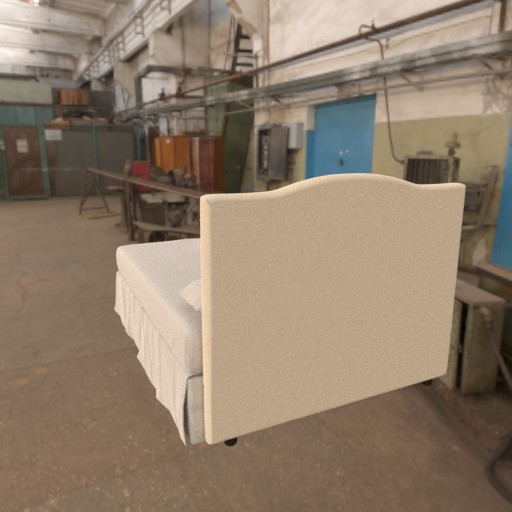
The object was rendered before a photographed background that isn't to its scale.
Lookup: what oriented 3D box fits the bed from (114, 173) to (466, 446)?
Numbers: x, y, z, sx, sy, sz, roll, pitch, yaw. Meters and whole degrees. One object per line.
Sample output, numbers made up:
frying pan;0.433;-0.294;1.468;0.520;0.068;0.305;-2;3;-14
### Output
bed;0.000;0.000;3.594;1.977;1.437;2.477;-7;15;-25
